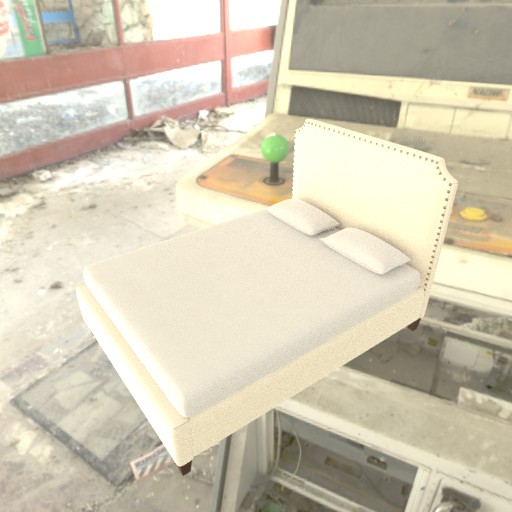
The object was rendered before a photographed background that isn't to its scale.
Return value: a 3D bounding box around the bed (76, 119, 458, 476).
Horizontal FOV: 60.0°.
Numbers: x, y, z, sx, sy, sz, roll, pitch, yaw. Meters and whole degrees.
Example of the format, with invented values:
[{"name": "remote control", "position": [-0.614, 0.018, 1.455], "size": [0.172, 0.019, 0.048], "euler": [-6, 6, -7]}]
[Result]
[{"name": "bed", "position": [0.000, 0.000, 3.436], "size": [2.372, 1.497, 1.712], "euler": [-21, 37, -31]}]
